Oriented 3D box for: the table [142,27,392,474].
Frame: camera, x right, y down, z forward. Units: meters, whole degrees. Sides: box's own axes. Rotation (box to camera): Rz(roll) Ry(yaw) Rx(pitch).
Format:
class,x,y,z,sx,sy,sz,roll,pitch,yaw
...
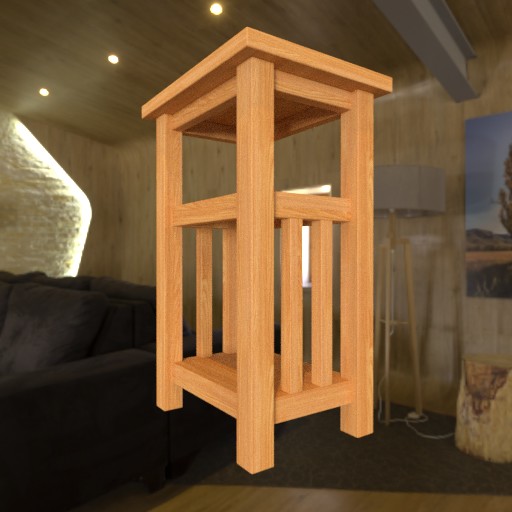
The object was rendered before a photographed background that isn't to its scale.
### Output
class,x,y,z,sx,sy,sz,roll,pitch,yaw
table,0.000,0.000,0.750,0.270,0.550,0.350,0,0,-35
